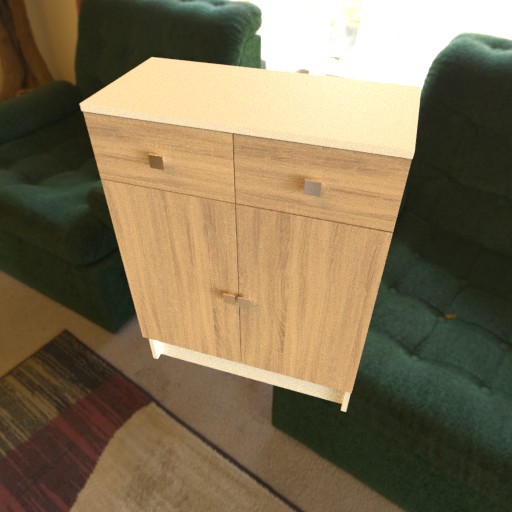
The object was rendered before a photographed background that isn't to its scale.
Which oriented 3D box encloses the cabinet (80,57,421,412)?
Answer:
[{"bbox_3d":[0.000,0.000,1.117,0.600,0.815,0.296,12,43,13],"label":"cabinet"}]
